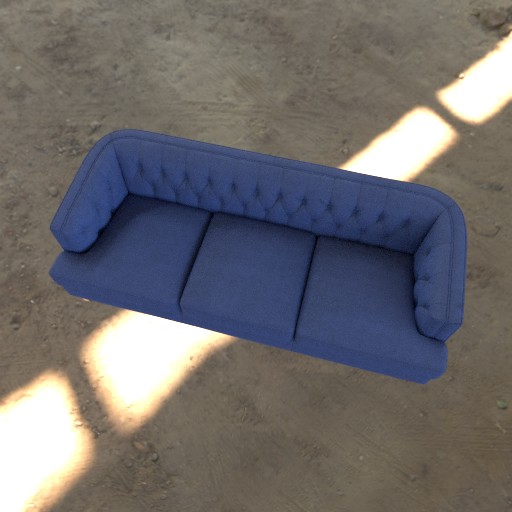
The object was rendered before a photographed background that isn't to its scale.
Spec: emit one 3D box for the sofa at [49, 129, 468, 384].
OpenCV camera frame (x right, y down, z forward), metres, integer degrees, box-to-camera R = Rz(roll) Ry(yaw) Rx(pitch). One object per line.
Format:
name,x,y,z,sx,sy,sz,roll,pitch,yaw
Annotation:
sofa,0.000,0.000,2.644,2.235,0.787,0.914,13,60,8
